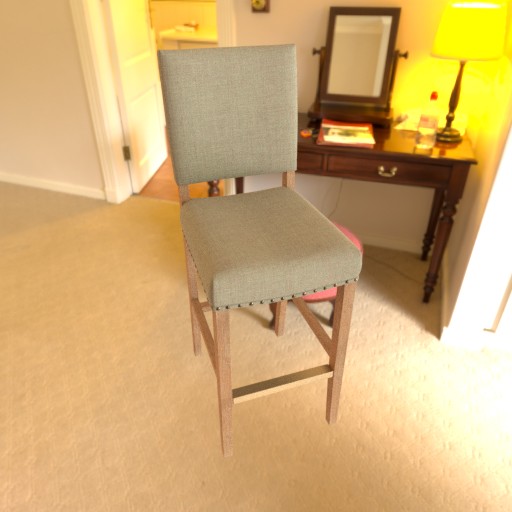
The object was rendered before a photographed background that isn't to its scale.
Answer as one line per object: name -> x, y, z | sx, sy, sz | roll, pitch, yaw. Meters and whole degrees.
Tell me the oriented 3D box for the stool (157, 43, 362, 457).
stool -> 0.000, 0.000, 1.466 | 0.445, 1.203, 0.585 | -10, 34, -16
